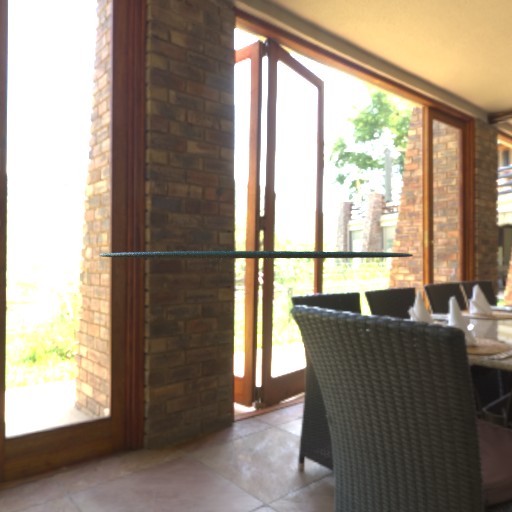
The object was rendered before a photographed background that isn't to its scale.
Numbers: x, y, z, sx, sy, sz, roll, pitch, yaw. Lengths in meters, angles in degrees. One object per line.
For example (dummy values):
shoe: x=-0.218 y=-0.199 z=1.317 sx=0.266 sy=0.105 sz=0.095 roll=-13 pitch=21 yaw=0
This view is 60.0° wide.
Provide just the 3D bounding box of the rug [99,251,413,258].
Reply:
rug: x=0.000 y=0.000 z=2.387 sx=1.593 sy=0.012 sz=1.593 roll=0 pitch=-1 yaw=0
